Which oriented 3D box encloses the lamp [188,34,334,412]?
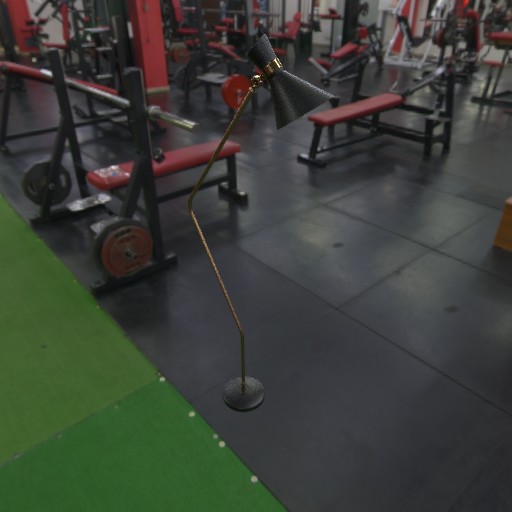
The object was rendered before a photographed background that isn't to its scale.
[{"bbox_3d":[0.000,0.000,1.592,0.277,1.438,0.467,-22,38,-32],"label":"lamp"}]
